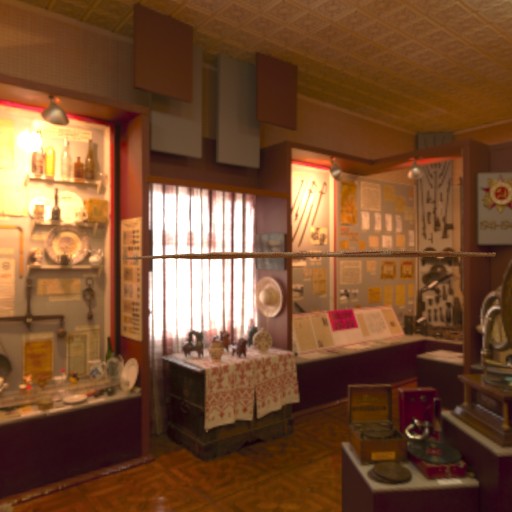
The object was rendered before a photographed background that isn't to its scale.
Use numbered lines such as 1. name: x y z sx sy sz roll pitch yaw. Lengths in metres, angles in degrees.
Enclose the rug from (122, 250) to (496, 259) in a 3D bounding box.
1. rug: 0.000 0.000 2.508 0.692 0.032 2.320 1 -1 -37
